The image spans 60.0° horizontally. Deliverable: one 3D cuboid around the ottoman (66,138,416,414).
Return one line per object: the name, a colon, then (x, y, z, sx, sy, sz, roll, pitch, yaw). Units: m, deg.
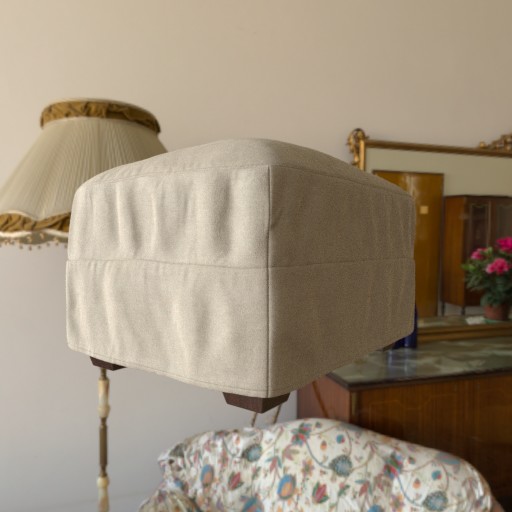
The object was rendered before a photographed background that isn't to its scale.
ottoman: (0.000, 0.000, 1.064, 0.584, 0.480, 0.712, 1, 2, 37)
